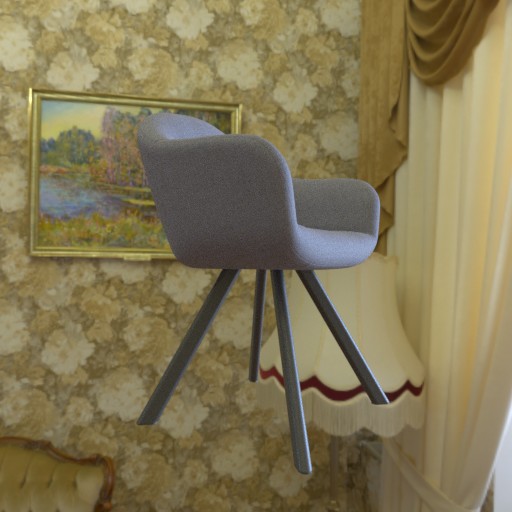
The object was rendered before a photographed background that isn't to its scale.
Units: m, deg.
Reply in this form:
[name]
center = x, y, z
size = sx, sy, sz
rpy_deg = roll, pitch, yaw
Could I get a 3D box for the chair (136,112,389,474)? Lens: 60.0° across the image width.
[chair]
center = 0.000, 0.000, 1.155
size = 0.550, 0.795, 0.590
rpy_deg = 0, -1, 34
